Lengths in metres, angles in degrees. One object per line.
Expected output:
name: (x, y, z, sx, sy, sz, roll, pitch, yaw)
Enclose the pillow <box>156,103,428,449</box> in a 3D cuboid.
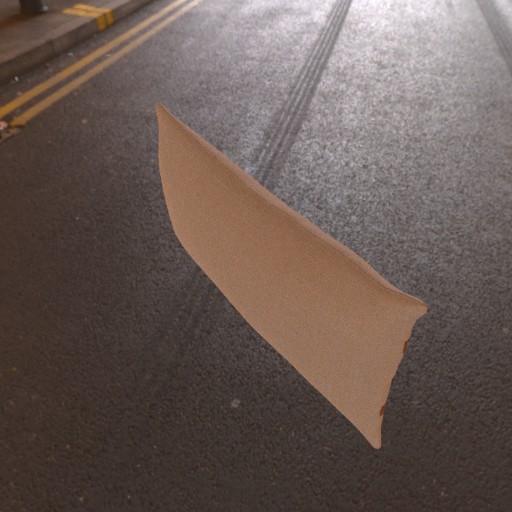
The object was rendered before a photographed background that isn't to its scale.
pillow: (0.000, 0.000, 0.725, 0.148, 0.308, 0.612, -26, 48, -26)
